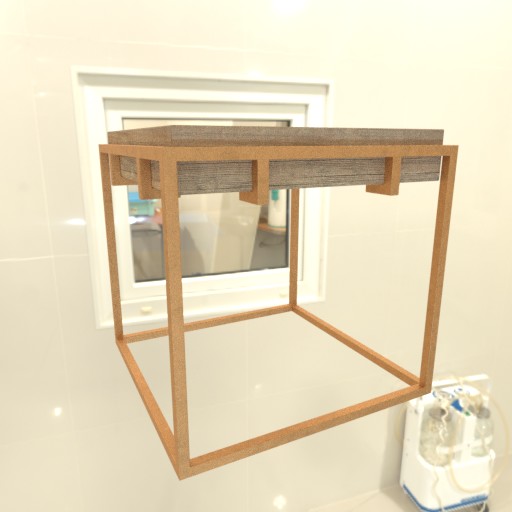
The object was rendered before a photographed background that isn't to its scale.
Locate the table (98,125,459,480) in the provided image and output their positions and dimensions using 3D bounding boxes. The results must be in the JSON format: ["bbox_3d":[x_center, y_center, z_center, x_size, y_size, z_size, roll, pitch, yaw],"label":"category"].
[{"bbox_3d":[0.000,0.000,1.073,0.599,0.584,0.599,-7,16,-26],"label":"table"}]
